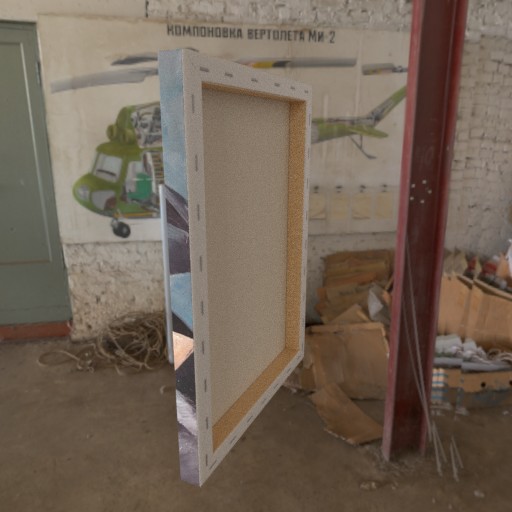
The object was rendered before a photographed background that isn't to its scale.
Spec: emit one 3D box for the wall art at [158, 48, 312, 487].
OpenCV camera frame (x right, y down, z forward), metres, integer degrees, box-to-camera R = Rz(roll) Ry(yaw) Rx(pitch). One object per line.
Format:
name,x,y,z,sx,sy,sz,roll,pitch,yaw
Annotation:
wall art,0.000,0.000,0.793,0.037,0.613,0.455,7,17,25
